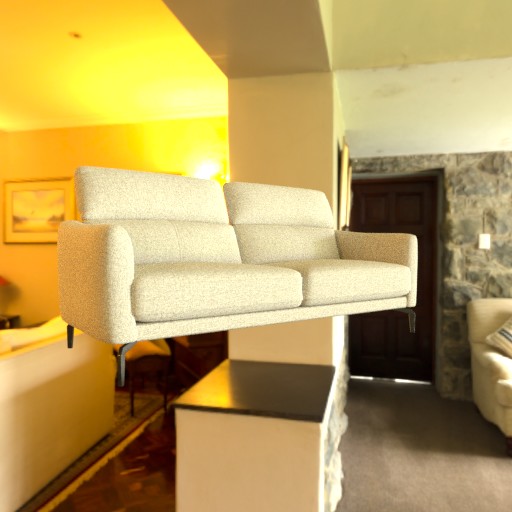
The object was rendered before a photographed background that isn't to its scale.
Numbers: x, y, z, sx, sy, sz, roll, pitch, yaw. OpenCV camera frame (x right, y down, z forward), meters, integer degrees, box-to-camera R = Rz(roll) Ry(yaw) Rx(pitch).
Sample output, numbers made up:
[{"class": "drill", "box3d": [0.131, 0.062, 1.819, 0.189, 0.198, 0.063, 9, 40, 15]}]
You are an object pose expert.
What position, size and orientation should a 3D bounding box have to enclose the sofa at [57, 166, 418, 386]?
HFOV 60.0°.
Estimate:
[{"class": "sofa", "box3d": [0.000, 0.000, 2.529, 2.015, 0.956, 0.856, -1, 1, -36]}]
